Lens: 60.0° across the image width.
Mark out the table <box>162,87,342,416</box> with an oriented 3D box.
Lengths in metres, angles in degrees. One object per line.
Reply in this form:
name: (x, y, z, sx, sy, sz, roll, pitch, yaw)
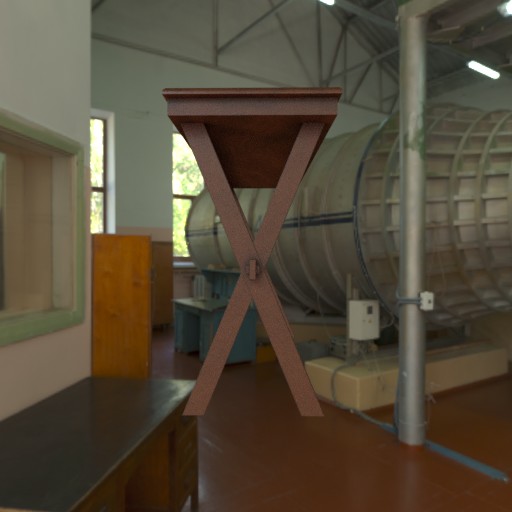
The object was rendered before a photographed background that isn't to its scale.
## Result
table: (0.000, 0.000, 1.583, 0.399, 0.763, 1.197, 0, 0, 1)
